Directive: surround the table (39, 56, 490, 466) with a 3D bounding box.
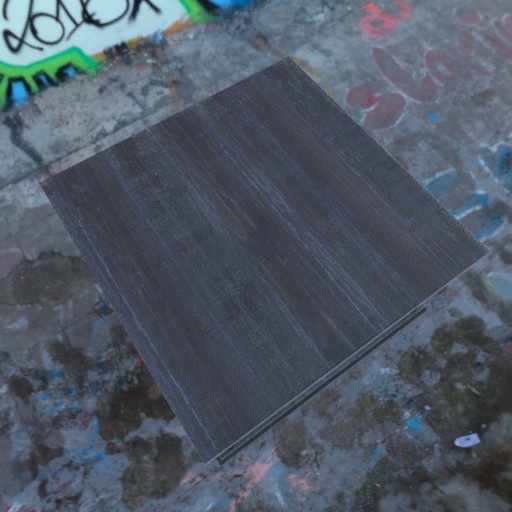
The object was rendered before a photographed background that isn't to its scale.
[{"bbox_3d":[0.000,0.000,1.133,0.696,0.400,0.696,-32,69,-14],"label":"table"}]
